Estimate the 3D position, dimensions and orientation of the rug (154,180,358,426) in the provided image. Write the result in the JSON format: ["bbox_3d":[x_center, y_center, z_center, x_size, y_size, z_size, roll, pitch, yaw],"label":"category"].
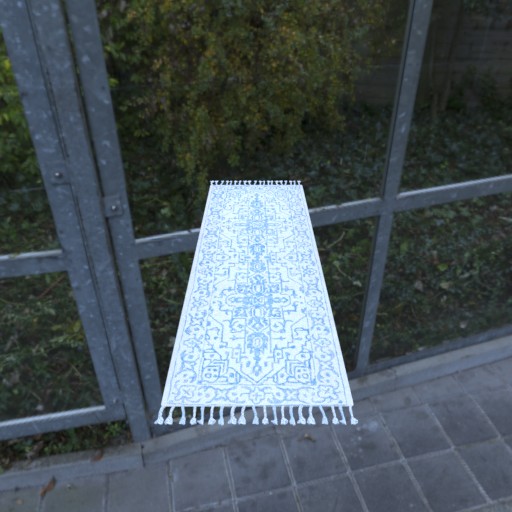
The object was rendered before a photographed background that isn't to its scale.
[{"bbox_3d":[0.000,0.000,2.716,0.774,0.011,2.449,0,31,0],"label":"rug"}]
